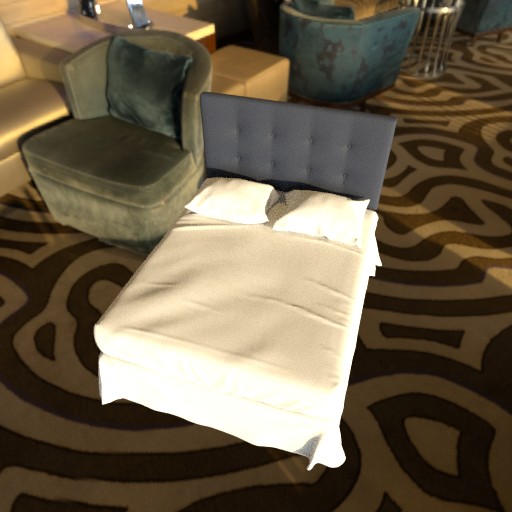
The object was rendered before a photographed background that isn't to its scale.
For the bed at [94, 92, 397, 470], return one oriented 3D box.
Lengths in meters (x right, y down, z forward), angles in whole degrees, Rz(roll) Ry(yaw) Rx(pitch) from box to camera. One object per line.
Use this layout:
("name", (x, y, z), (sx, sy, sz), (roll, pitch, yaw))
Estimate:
("bed", (0.000, 0.000, 3.377), (1.936, 1.577, 2.222), (12, 43, 13))
